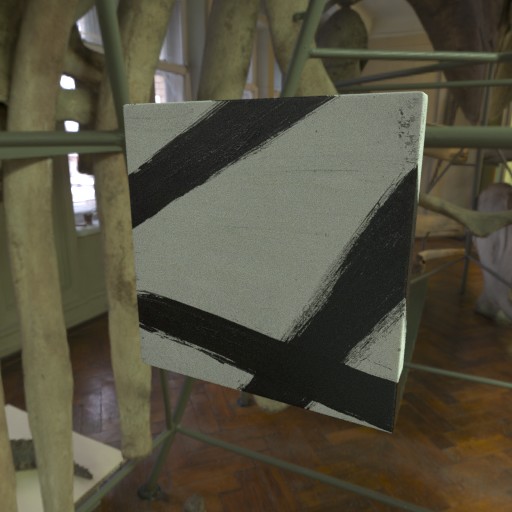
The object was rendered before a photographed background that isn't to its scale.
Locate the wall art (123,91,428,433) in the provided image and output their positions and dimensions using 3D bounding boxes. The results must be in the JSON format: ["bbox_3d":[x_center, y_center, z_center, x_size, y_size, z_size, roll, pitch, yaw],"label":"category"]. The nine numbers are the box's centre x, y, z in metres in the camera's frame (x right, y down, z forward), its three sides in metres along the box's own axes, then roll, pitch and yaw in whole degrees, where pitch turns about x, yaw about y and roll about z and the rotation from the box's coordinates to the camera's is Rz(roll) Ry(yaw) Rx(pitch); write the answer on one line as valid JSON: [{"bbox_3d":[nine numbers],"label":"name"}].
[{"bbox_3d":[0.000,0.000,0.763,0.507,0.508,0.050,7,17,26],"label":"wall art"}]
